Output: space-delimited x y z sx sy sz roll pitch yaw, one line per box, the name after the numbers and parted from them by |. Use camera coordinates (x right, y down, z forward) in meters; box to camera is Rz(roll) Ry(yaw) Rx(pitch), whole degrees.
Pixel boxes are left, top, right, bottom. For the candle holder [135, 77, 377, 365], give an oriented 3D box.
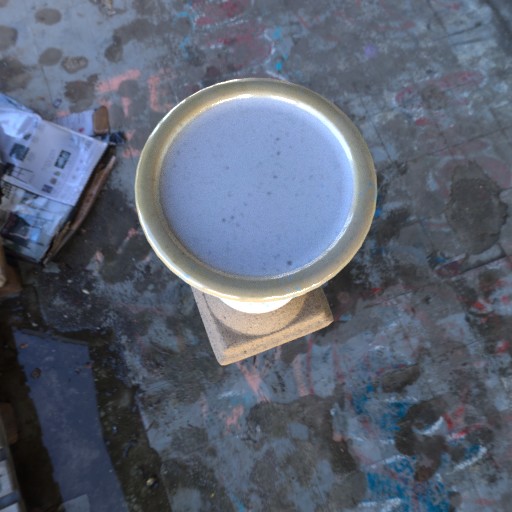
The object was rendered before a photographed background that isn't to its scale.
0.000 0.000 0.299 0.110 0.239 0.110 -20 76 -5 | candle holder
